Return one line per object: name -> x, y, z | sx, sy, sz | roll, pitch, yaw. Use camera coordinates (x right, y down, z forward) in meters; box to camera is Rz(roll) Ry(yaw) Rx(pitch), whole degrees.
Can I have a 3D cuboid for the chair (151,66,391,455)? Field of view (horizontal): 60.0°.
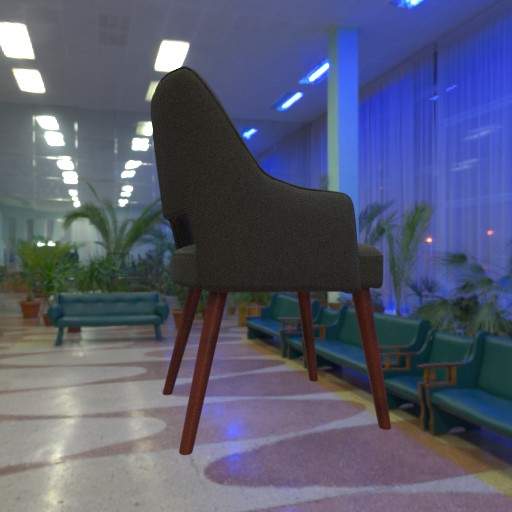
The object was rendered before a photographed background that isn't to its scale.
chair -> 0.000, 0.000, 1.209 | 0.560, 0.838, 0.559 | 0, 0, -17
